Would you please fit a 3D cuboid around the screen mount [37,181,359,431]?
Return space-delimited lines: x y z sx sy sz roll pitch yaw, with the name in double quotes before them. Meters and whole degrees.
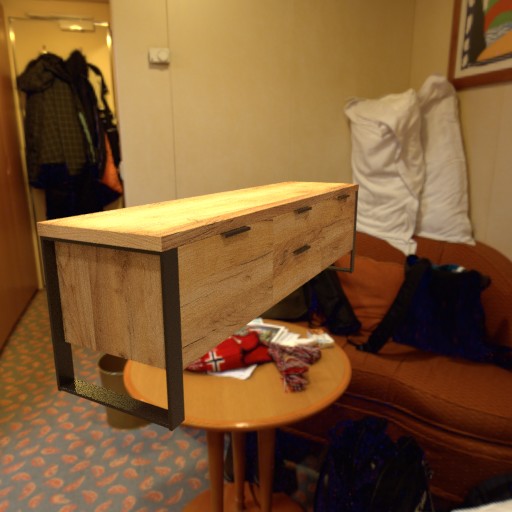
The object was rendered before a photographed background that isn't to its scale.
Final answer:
"screen mount" 0.000 0.000 1.686 0.395 0.450 1.524 7 15 27
